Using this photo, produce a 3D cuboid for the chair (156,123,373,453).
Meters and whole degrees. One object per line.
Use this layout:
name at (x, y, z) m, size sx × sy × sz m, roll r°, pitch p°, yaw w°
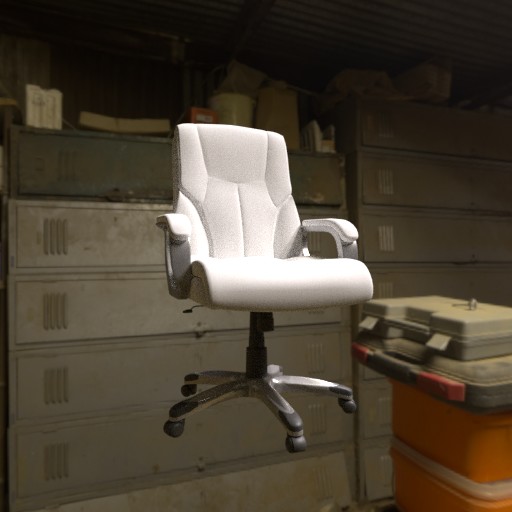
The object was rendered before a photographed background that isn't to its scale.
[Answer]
chair at (0.000, 0.000, 1.590) m, size 0.687 × 1.120 × 0.738 m, roll 0°, pitch 0°, yaw -20°
